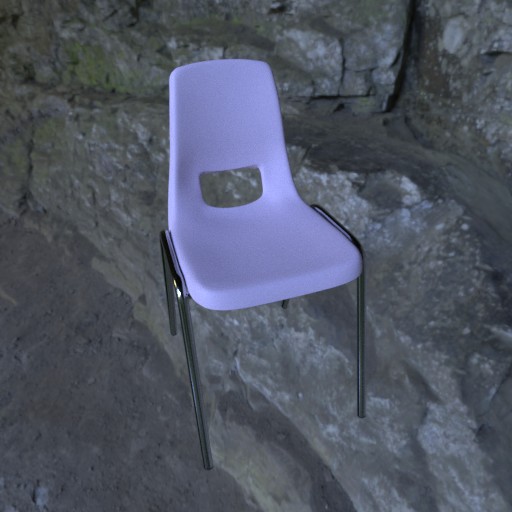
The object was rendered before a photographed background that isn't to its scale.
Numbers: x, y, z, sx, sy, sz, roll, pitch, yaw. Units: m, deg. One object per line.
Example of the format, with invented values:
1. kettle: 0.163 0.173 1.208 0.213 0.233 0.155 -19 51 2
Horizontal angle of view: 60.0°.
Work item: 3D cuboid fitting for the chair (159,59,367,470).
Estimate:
1. chair: 0.000 0.000 0.935 0.381 0.704 0.436 -11 35 -17
